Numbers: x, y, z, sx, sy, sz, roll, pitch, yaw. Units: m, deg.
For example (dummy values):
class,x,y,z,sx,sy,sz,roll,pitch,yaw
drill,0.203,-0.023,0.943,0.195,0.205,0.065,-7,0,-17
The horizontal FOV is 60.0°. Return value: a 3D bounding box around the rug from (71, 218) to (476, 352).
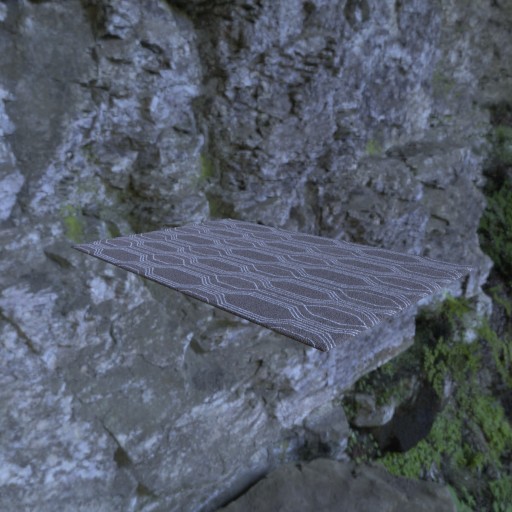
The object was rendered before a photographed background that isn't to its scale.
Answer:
class,x,y,z,sx,sy,sz,roll,pitch,yaw
rug,0.000,0.000,2.390,1.239,0.012,1.836,-15,21,-43
